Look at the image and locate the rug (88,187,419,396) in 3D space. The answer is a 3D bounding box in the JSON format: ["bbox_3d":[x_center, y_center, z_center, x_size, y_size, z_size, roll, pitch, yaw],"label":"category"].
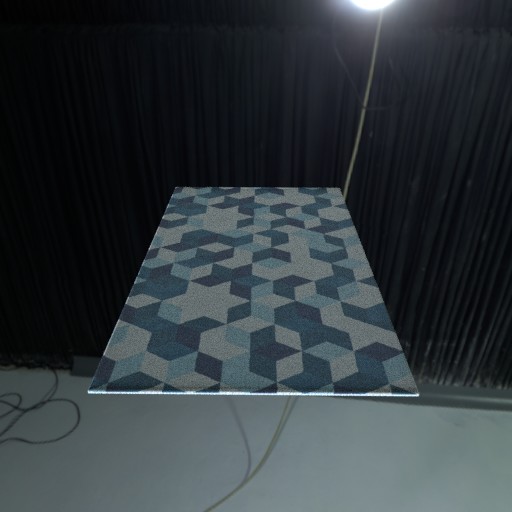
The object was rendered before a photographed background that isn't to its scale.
[{"bbox_3d":[0.000,0.000,3.067,1.518,0.015,2.438,0,31,1],"label":"rug"}]
